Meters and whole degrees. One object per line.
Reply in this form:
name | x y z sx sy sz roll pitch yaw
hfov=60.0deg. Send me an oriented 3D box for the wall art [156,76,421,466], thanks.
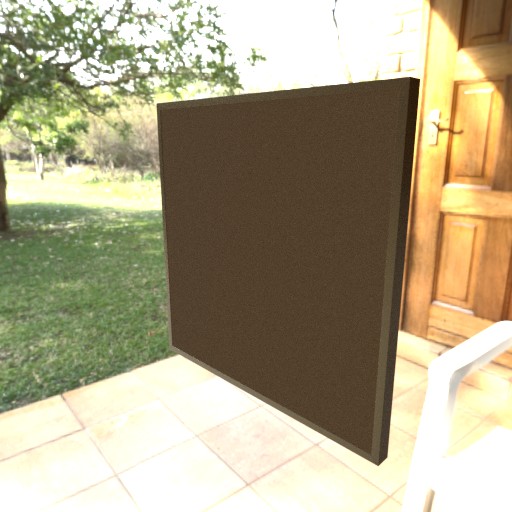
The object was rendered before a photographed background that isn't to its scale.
wall art | 0.000 0.000 1.104 0.038 0.762 0.762 -14 20 -43
